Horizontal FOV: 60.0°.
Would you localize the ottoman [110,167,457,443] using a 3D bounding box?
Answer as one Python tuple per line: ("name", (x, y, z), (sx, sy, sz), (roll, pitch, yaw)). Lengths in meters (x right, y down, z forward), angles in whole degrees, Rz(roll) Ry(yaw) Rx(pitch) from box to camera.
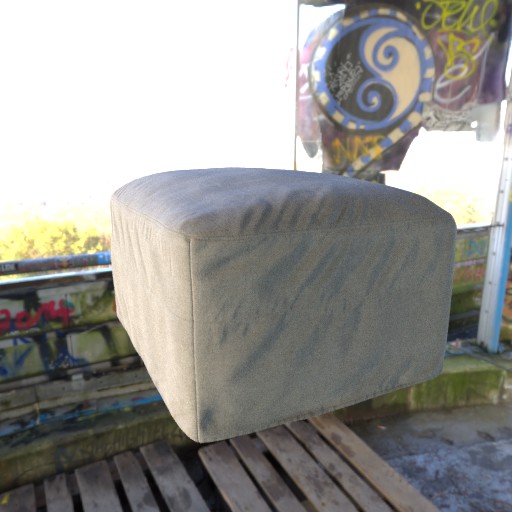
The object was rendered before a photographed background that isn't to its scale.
("ottoman", (0.000, 0.000, 1.238), (0.683, 0.481, 0.837), (-7, 16, -26))
